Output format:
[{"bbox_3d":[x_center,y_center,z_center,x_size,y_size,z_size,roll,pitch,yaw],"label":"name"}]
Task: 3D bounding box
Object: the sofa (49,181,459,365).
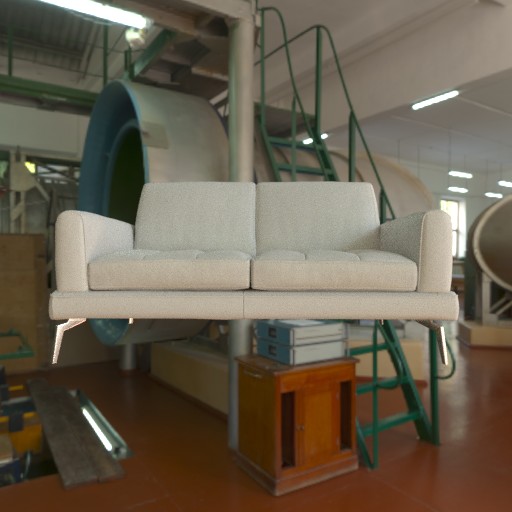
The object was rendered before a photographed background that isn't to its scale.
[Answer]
[{"bbox_3d":[0.000,0.000,2.448,1.819,0.930,1.121,0,0,1],"label":"sofa"}]
